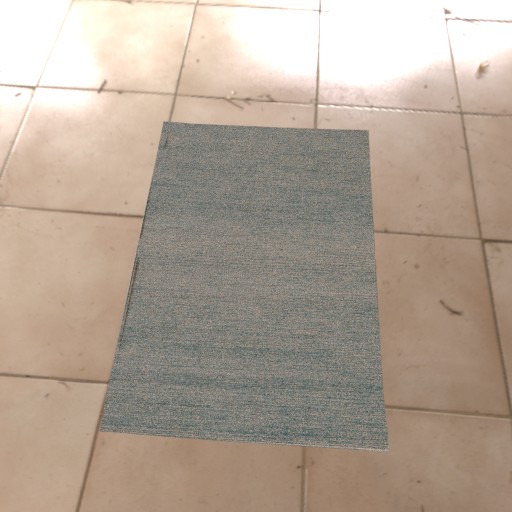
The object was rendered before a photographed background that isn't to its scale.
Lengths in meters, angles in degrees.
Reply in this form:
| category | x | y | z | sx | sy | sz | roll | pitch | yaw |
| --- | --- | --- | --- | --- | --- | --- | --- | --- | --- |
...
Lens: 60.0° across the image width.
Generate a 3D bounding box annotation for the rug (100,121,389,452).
| category | x | y | z | sx | sy | sz | roll | pitch | yaw |
| --- | --- | --- | --- | --- | --- | --- | --- | --- | --- |
| rug | 0.000 | 0.000 | 2.961 | 1.613 | 0.030 | 2.306 | 3 | 63 | 2 |
